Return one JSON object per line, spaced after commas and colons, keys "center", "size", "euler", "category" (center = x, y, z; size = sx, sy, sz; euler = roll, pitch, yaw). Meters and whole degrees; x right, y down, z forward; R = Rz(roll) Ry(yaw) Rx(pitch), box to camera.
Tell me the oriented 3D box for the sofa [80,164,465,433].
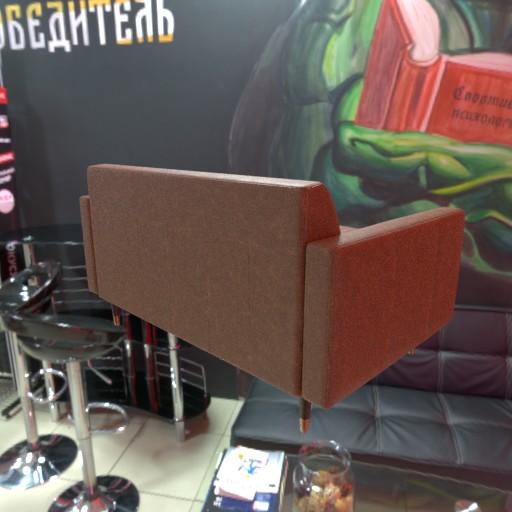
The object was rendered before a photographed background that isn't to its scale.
{"center": [0.000, 0.000, 2.058], "size": [1.549, 0.820, 0.960], "euler": [14, 21, 43], "category": "sofa"}
